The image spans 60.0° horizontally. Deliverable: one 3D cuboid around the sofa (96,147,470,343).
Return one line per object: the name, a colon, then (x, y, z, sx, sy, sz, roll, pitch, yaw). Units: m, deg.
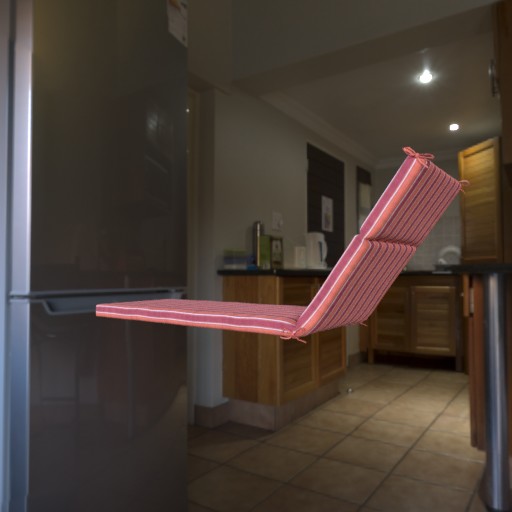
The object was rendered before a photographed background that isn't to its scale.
sofa: (0.000, 0.000, 1.983, 1.663, 0.622, 0.582, -1, -2, 36)
